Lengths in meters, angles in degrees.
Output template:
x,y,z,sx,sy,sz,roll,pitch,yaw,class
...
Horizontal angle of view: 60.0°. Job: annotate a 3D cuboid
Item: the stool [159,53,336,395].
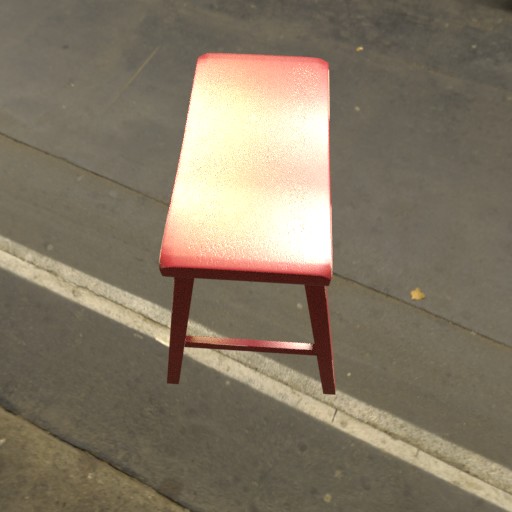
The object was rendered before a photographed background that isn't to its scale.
x,y,z,sx,sy,sz,roll,pitch,yaw,class
0.000,0.000,1.033,0.476,0.737,0.457,3,62,2,stool
